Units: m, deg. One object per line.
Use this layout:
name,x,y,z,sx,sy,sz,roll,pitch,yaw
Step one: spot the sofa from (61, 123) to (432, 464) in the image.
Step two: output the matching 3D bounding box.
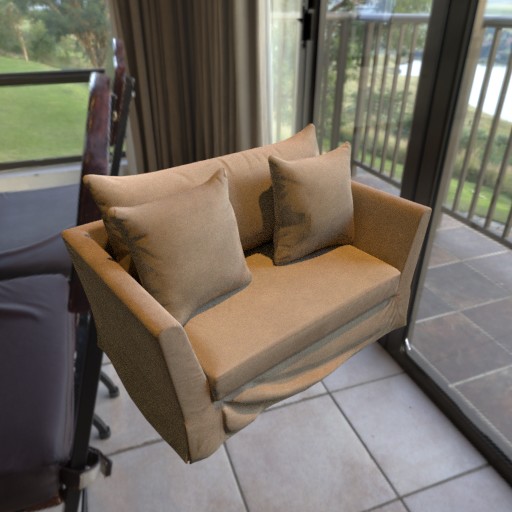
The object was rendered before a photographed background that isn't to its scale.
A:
sofa,0.000,0.000,2.312,1.608,1.040,1.035,-22,37,-33
